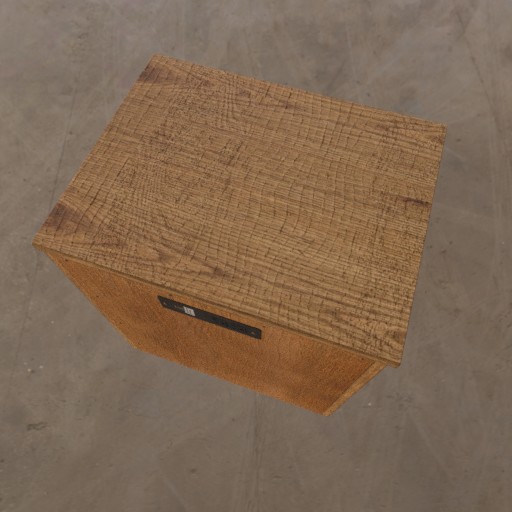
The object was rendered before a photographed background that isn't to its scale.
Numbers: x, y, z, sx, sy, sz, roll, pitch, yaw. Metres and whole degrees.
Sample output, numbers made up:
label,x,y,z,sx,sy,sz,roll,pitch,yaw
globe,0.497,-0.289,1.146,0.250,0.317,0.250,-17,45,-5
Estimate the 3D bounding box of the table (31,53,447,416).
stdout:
label,x,y,z,sx,sy,sz,roll,pitch,yaw
table,0.000,0.000,1.051,0.601,0.625,0.494,17,65,8
